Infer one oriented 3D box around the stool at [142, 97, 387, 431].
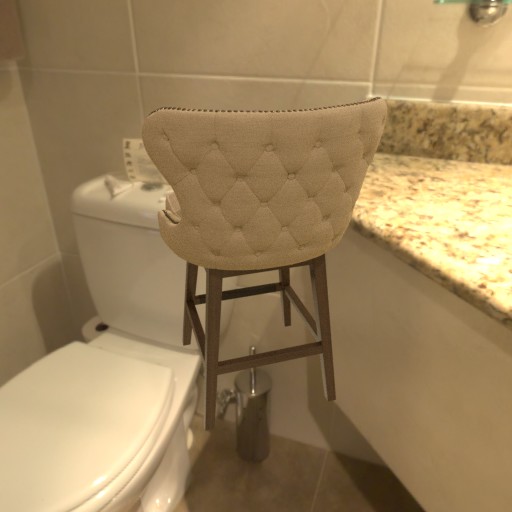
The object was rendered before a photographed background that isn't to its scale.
[{"bbox_3d":[0.000,0.000,1.379,0.615,0.972,0.597,-8,29,-15],"label":"stool"}]
